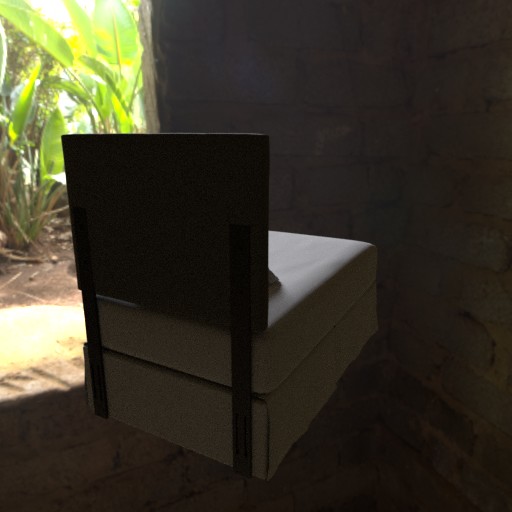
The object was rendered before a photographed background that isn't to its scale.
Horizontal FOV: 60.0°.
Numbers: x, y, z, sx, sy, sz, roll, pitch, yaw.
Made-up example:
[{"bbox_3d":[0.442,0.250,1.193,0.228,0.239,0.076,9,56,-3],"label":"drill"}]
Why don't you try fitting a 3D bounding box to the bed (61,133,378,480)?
[{"bbox_3d":[0.000,0.000,2.952,1.261,1.571,1.997,8,17,28],"label":"bed"}]
